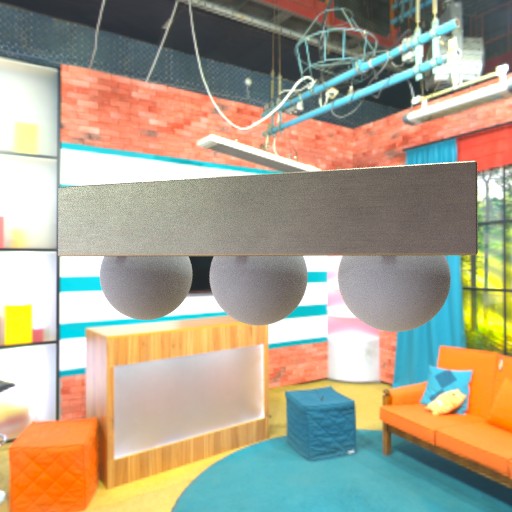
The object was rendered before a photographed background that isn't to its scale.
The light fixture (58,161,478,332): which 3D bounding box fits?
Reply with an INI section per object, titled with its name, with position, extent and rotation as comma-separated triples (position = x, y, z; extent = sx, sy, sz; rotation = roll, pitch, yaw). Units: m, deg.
[light fixture]
position = 0.000, 0.000, 0.833
extent = 0.721, 0.263, 0.218
rotation = 0, -1, 18
